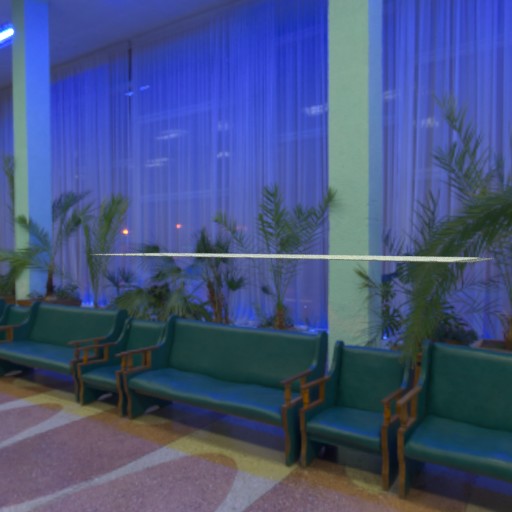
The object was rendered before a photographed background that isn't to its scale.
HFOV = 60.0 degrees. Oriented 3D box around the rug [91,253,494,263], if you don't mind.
[{"bbox_3d":[0.000,0.000,2.555,2.372,0.008,0.620,1,2,36],"label":"rug"}]
